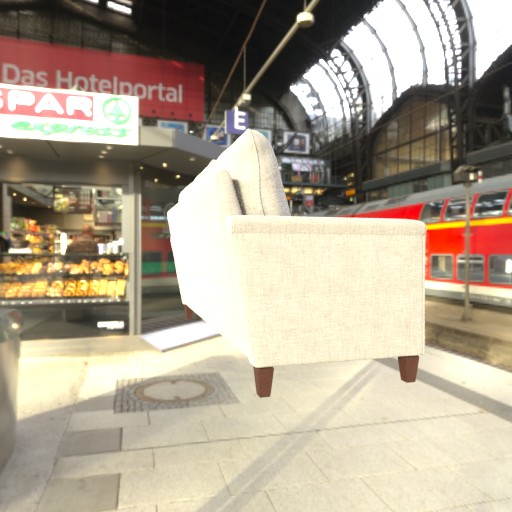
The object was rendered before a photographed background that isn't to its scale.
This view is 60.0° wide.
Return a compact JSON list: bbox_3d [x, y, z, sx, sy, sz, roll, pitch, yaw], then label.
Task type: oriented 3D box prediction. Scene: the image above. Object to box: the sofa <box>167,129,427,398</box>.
[{"bbox_3d":[0.000,0.000,2.495,0.828,0.959,1.925,0,1,-17],"label":"sofa"}]
